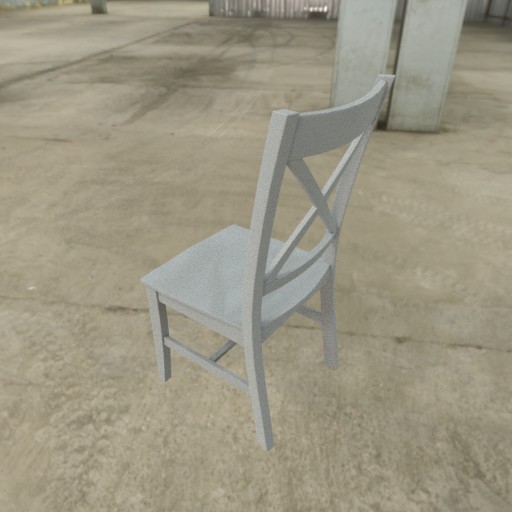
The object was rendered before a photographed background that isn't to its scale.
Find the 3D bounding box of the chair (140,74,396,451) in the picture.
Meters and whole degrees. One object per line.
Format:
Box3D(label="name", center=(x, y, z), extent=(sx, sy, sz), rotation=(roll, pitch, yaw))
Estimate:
Box3D(label="chair", center=(0.000, 0.000, 1.304), extent=(0.542, 0.983, 0.485), rotation=(21, 37, 30))
